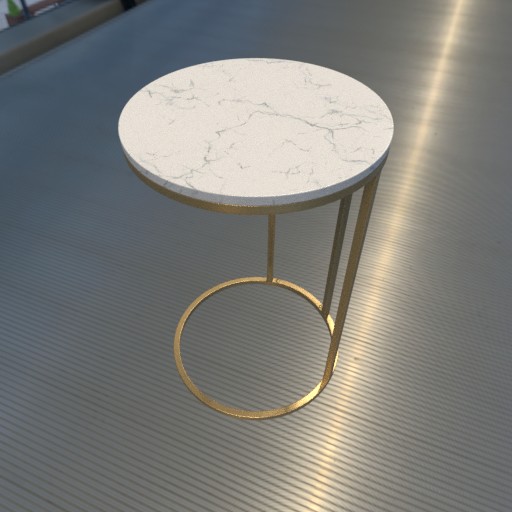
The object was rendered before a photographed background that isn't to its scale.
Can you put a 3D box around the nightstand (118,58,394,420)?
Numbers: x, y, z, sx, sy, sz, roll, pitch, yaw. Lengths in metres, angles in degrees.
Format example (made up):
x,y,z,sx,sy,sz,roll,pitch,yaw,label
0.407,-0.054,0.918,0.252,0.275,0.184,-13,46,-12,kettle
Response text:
x,y,z,sx,sy,sz,roll,pitch,yaw,label
0.000,0.000,0.876,0.400,0.610,0.400,-17,48,-16,nightstand
